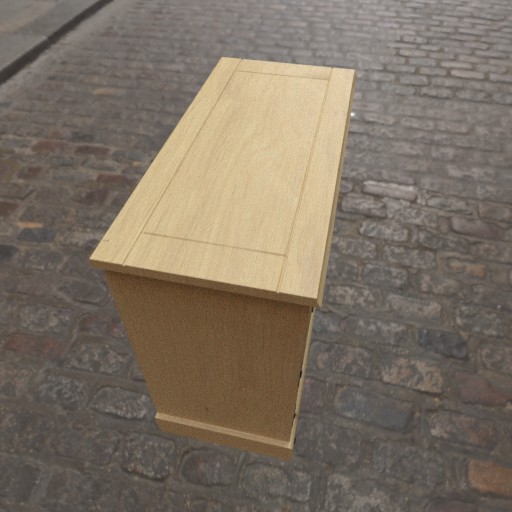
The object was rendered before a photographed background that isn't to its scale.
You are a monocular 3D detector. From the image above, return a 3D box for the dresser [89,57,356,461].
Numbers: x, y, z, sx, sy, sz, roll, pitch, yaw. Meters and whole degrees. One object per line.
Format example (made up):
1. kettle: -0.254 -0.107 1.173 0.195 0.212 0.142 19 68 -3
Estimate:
1. dresser: 0.000 0.000 1.404 0.440 0.835 0.915 9 48 9
